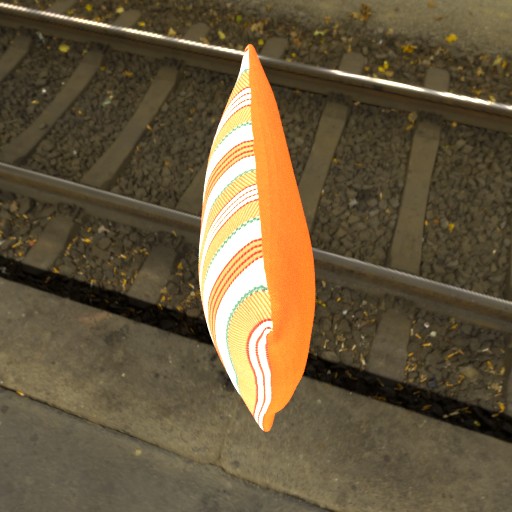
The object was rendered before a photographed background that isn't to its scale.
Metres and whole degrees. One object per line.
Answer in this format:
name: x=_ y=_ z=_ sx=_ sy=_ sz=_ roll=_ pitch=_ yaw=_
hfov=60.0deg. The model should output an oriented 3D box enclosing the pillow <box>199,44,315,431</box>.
pillow: x=0.000 y=0.000 z=0.685 sx=0.182 sy=0.441 sz=0.440 roll=-2 pitch=58 yaw=-2
